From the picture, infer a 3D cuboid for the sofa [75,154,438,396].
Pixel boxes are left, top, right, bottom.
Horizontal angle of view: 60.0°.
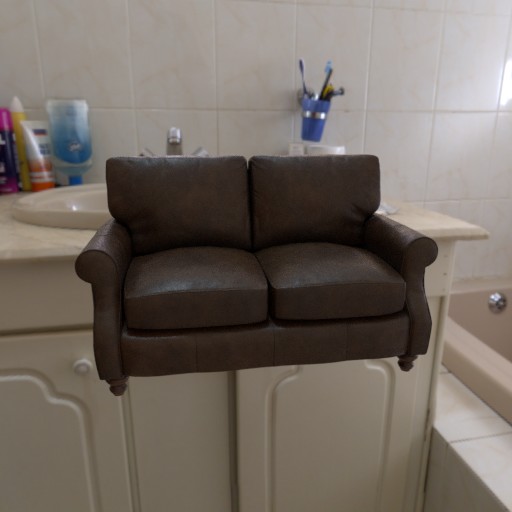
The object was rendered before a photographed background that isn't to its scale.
[{"bbox_3d":[0.000,0.000,2.262,1.616,0.976,0.990,-2,16,-8],"label":"sofa"}]
